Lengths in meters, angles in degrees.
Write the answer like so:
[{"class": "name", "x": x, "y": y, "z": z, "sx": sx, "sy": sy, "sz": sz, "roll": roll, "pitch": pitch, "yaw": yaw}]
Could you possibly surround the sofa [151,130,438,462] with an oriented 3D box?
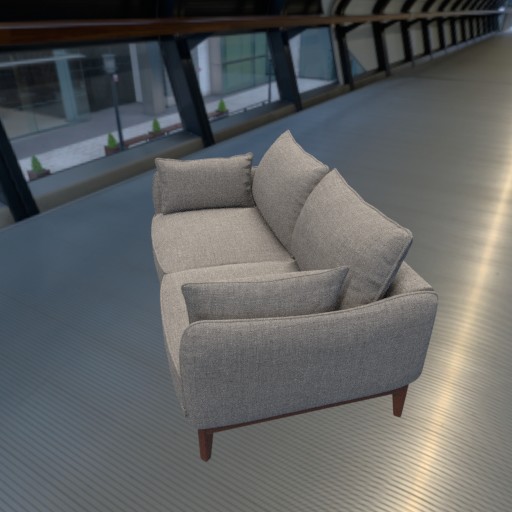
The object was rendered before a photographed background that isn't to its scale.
[{"class": "sofa", "x": 0.000, "y": 0.000, "z": 2.171, "sx": 0.972, "sy": 0.851, "sz": 1.580, "roll": -7, "pitch": 31, "yaw": -13}]
